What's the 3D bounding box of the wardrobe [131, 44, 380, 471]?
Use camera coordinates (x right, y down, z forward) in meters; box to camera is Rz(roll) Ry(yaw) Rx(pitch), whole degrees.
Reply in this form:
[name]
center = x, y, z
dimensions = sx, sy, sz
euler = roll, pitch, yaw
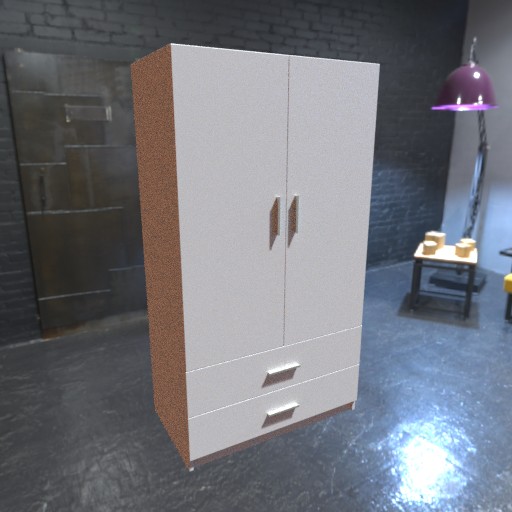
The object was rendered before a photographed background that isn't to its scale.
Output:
[wardrobe]
center = 0.000, 0.000, 2.252
dimensions = 0.991, 1.808, 0.577
euler = -8, 18, -28
